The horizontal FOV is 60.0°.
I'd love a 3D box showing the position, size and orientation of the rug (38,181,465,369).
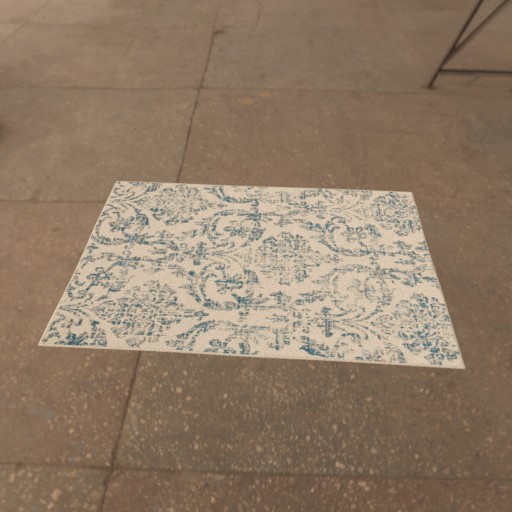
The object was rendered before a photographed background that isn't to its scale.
[{"bbox_3d":[0.000,0.000,2.318,1.831,0.012,1.213,3,45,3],"label":"rug"}]
